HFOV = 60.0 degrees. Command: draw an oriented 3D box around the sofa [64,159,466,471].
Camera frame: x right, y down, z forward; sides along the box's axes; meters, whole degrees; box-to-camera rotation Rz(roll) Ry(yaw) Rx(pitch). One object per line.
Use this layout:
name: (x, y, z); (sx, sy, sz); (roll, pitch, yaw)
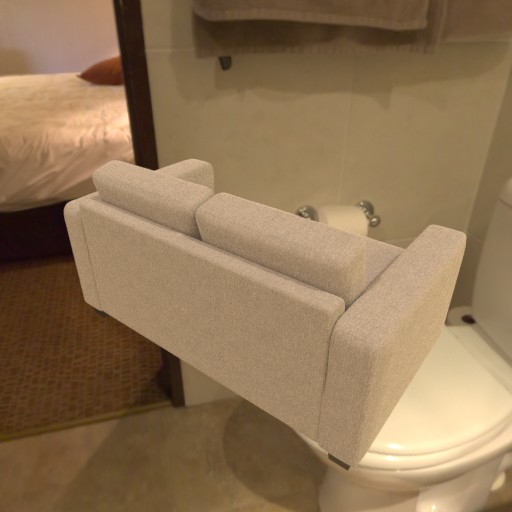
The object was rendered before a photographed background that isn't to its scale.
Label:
sofa: (0.000, 0.000, 1.980); (1.540, 0.800, 0.900); (22, 37, 32)
